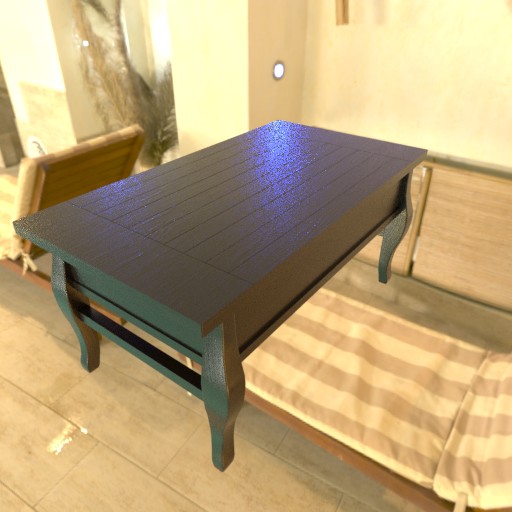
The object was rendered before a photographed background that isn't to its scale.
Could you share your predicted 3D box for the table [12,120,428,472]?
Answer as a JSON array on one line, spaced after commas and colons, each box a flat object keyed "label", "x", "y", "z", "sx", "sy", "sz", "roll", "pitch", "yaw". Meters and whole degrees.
[{"label": "table", "x": 0.000, "y": 0.000, "z": 1.344, "sx": 0.600, "sy": 0.494, "sz": 1.062, "roll": 22, "pitch": 38, "yaw": 31}]
